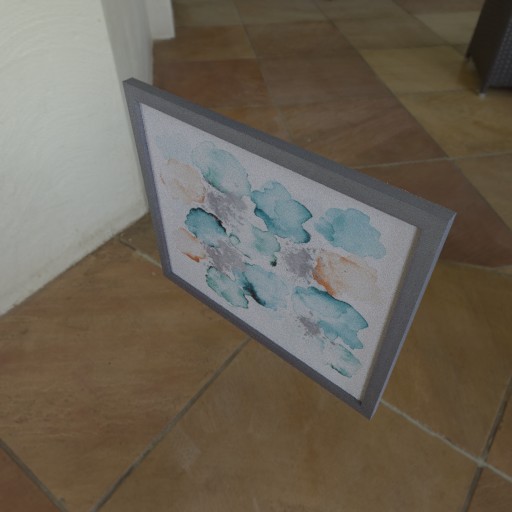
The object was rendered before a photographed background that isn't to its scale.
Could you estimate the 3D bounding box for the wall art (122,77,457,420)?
[{"bbox_3d":[0.000,0.000,0.916,0.660,0.558,0.026,30,52,27],"label":"wall art"}]
